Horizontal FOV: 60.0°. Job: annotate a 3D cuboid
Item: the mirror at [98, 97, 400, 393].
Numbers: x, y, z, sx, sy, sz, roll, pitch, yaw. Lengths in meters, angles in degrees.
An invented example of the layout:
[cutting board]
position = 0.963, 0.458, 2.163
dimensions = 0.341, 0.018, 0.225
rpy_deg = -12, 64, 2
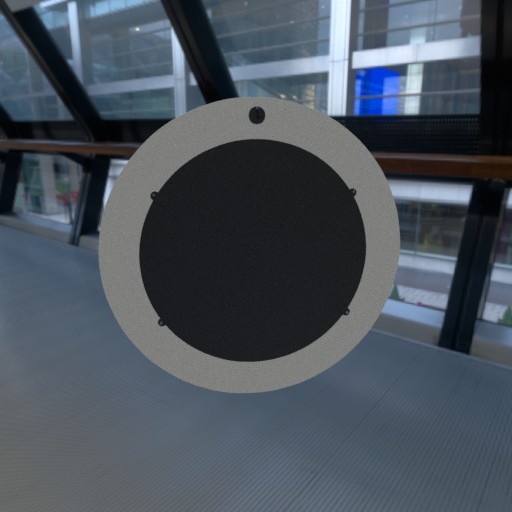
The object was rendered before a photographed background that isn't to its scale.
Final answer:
[mirror]
position = 0.000, 0.000, 1.352
dimensions = 0.914, 0.914, 0.038
rpy_deg = -2, 15, -8
